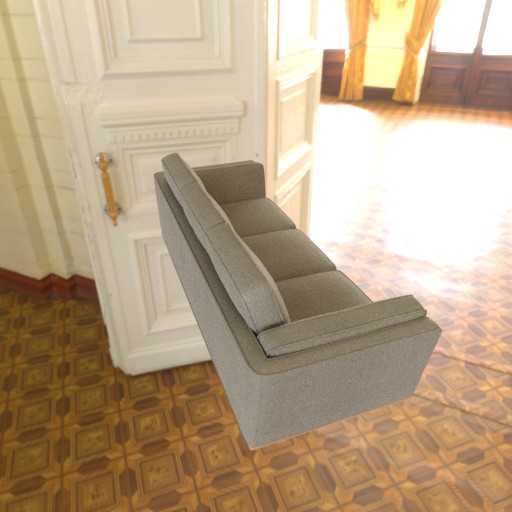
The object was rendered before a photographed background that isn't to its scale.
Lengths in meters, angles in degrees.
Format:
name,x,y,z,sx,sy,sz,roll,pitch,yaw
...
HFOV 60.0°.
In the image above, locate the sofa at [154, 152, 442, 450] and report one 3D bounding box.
name,x,y,z,sx,sy,sz,roll,pitch,yaw
sofa,0.000,0.000,2.839,0.903,0.899,2.362,-11,33,-17
